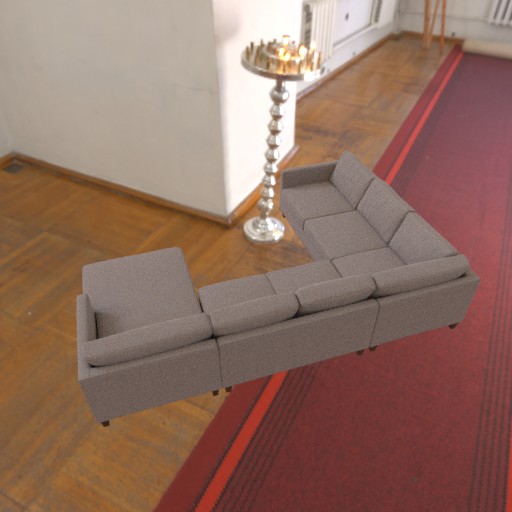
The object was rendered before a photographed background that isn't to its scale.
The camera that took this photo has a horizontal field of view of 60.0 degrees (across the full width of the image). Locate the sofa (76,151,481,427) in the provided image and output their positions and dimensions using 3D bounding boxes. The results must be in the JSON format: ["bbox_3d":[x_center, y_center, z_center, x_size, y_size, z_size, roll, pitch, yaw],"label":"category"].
[{"bbox_3d":[0.000,0.000,4.553,3.438,0.865,2.424,-12,41,-14],"label":"sofa"}]
